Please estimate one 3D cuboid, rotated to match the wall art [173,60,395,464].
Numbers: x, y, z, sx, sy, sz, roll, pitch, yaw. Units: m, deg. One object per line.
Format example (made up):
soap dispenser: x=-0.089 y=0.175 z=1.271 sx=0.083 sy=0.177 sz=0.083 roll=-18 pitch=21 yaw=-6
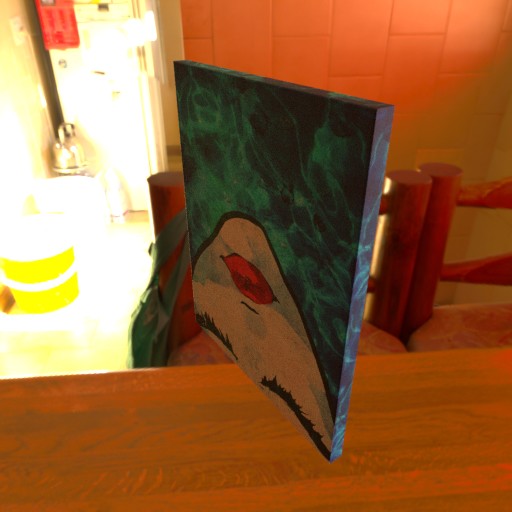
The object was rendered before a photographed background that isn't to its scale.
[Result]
wall art: x=0.000 y=0.000 z=1.007 sx=0.038 sy=0.760 sz=0.609 roll=-20 pitch=36 yaw=-30
